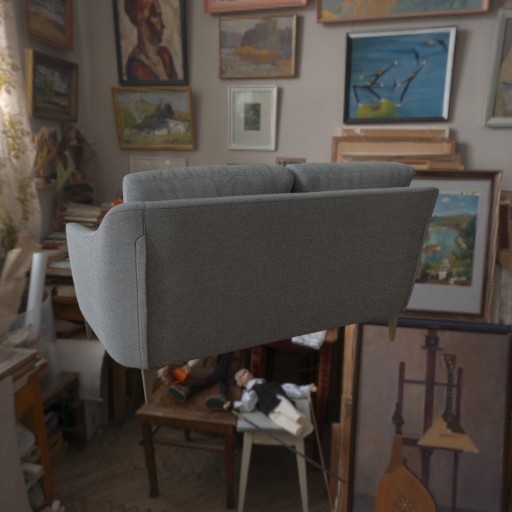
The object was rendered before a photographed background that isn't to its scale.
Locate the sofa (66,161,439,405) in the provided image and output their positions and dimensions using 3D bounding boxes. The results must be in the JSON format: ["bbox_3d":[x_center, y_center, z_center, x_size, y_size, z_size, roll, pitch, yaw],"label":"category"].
[{"bbox_3d":[0.000,0.000,2.153,1.619,0.904,0.960,-7,16,-26],"label":"sofa"}]
